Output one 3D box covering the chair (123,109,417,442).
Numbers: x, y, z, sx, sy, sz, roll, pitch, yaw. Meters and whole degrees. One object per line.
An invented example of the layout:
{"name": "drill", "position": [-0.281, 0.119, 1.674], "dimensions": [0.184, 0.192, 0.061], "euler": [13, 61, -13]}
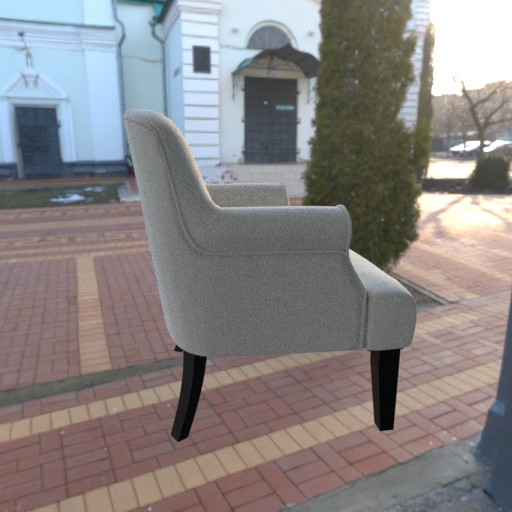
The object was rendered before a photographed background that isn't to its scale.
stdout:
{"name": "chair", "position": [0.000, 0.000, 1.421], "dimensions": [0.750, 0.875, 0.781], "euler": [-2, 14, -9]}
